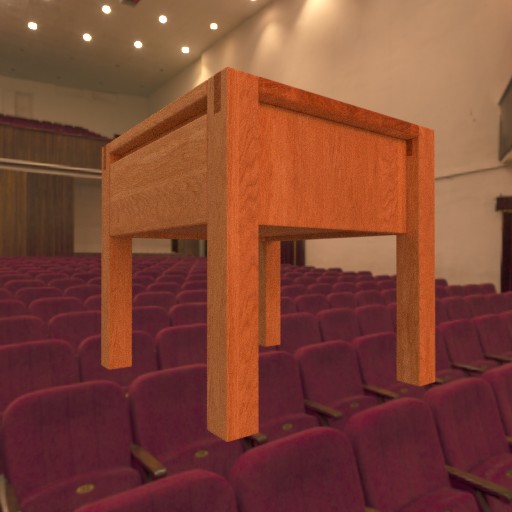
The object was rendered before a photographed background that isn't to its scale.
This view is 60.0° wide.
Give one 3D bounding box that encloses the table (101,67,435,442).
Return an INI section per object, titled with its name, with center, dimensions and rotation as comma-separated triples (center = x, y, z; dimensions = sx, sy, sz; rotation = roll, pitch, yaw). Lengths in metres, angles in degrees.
[table]
center = 0.000, 0.000, 0.852
dimensions = 0.440, 0.450, 0.480
rotation = 0, -1, -36
